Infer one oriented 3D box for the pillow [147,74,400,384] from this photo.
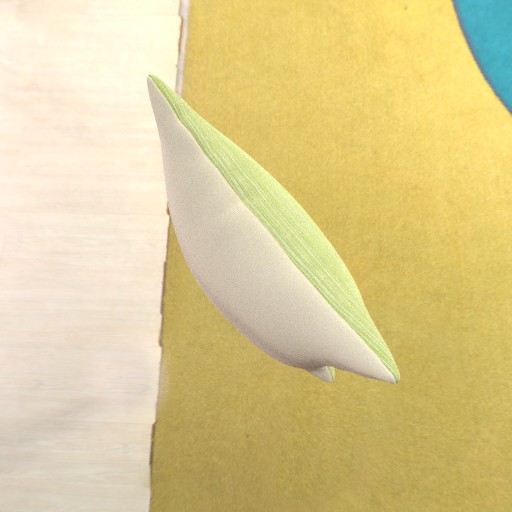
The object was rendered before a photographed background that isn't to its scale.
[{"bbox_3d":[0.000,0.000,0.812,0.229,0.487,0.560,-36,77,-9],"label":"pillow"}]
